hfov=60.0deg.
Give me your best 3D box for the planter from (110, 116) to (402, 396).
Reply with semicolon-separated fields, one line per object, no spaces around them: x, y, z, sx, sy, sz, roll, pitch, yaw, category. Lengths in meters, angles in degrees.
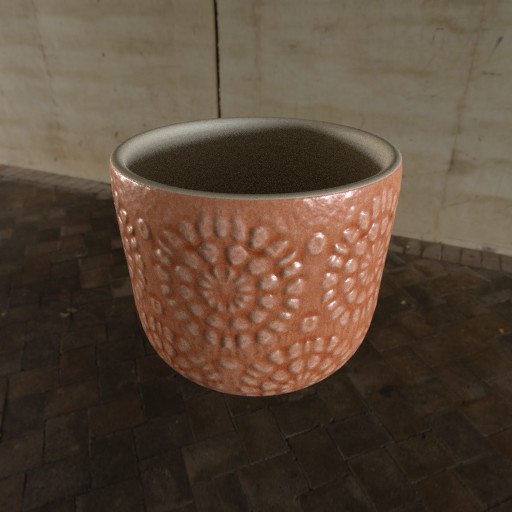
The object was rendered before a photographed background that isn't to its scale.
0.000;0.000;0.218;0.124;0.109;0.124;0;29;0;planter
